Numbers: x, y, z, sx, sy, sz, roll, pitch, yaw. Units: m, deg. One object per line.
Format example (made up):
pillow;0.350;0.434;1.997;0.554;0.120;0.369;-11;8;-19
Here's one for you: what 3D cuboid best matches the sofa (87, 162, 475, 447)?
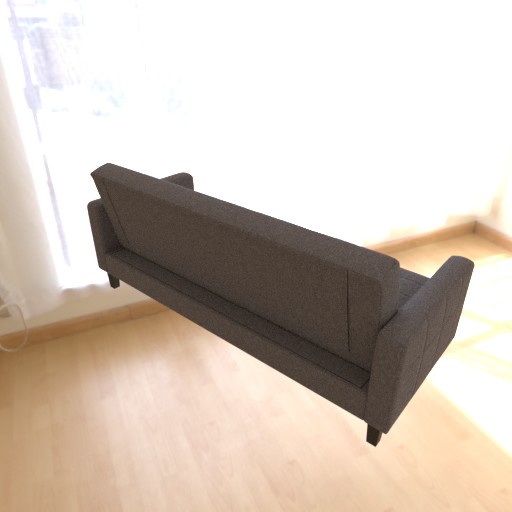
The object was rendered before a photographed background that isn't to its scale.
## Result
sofa;0.000;0.000;2.444;2.040;0.850;0.810;22;36;34
